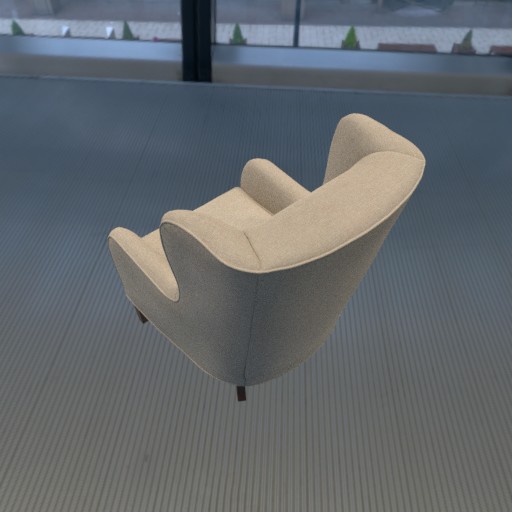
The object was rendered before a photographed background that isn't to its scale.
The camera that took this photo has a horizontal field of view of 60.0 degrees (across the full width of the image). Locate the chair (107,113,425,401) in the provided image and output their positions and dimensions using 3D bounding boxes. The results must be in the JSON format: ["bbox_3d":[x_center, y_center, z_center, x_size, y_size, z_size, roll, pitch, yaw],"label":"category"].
[{"bbox_3d":[0.000,0.000,1.769,0.838,1.040,0.966,-33,54,-28],"label":"chair"}]
